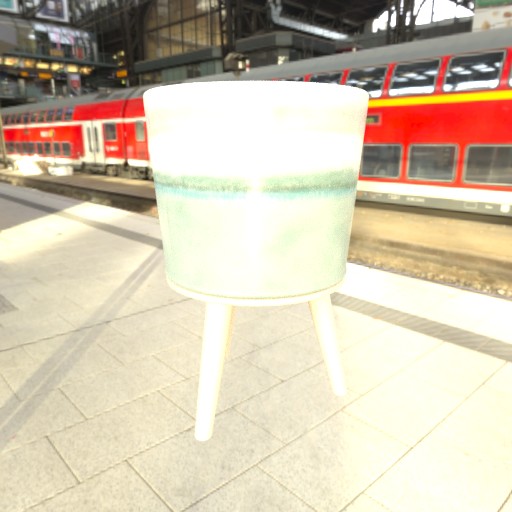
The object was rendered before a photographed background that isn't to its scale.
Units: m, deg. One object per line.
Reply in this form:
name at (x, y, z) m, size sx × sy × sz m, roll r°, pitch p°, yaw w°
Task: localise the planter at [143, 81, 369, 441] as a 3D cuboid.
planter at (0.000, 0.000, 0.585) m, size 0.265 × 0.404 × 0.265 m, roll -14°, pitch 20°, yaw -43°
